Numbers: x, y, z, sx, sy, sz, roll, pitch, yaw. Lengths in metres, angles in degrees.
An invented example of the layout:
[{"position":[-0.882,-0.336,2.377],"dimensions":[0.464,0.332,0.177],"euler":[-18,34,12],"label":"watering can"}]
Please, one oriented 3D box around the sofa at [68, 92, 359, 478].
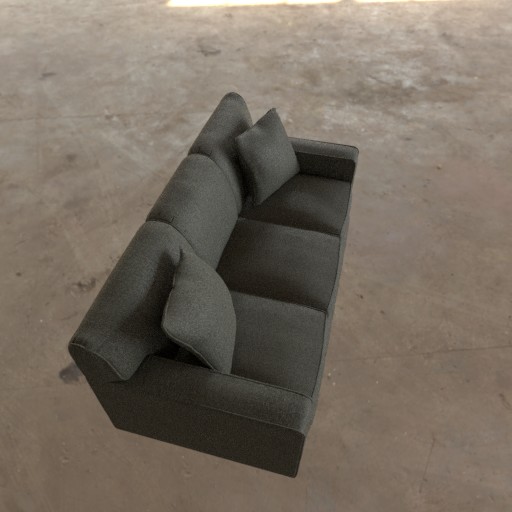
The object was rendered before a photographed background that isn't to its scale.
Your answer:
[{"position":[0.000,0.000,2.557],"dimensions":[0.997,0.958,2.024],"euler":[11,48,10],"label":"sofa"}]
